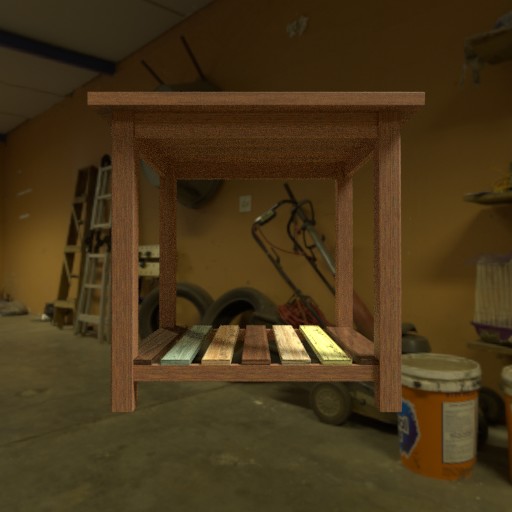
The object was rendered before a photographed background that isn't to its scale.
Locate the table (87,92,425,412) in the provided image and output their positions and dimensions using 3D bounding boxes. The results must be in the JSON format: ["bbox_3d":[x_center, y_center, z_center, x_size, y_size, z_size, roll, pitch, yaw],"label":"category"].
[{"bbox_3d":[0.000,0.000,1.143,0.660,0.635,0.559,0,-1,0],"label":"table"}]
